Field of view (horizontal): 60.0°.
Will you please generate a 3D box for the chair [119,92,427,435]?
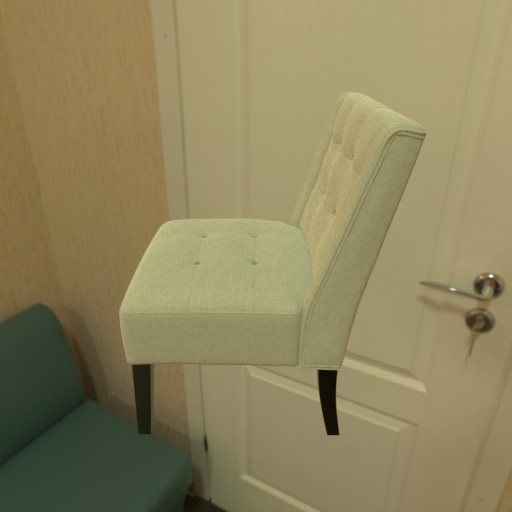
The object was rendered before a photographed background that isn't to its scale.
[{"bbox_3d":[0.000,0.000,1.287,0.676,0.853,0.569,0,26,0],"label":"chair"}]
